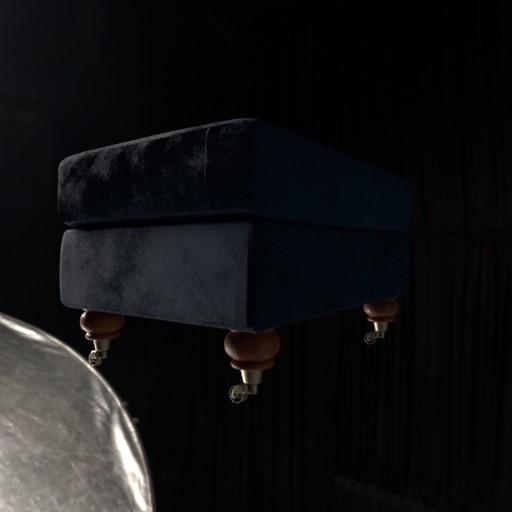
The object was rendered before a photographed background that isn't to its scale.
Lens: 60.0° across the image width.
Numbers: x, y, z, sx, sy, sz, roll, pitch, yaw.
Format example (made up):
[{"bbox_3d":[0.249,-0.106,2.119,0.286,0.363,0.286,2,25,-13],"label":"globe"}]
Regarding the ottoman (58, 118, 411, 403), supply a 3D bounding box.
[{"bbox_3d":[0.000,0.000,1.118,0.572,0.503,0.773,0,1,36],"label":"ottoman"}]
